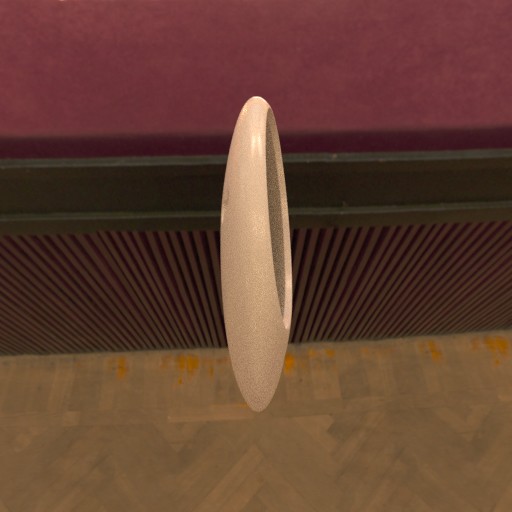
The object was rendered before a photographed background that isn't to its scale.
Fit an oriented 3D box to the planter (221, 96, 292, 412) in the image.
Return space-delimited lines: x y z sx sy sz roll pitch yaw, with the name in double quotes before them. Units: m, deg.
"planter" 0.000 0.000 0.279 0.043 0.188 0.185 -1 64 0
